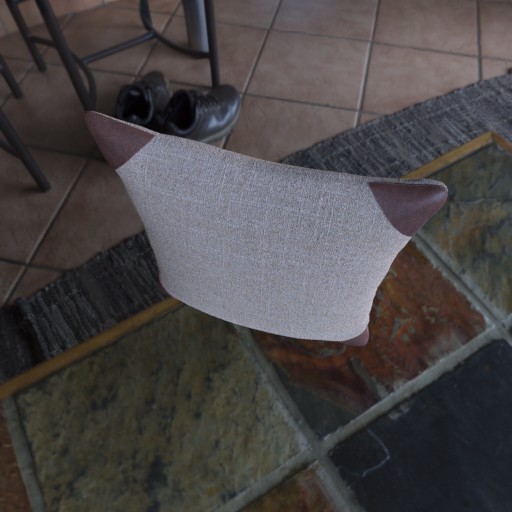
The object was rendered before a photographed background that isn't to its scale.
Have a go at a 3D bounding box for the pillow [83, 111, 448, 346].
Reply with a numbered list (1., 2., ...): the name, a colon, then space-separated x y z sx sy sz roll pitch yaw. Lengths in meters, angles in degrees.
1. pillow: 0.000 0.000 0.686 0.437 0.448 0.147 13 59 8
